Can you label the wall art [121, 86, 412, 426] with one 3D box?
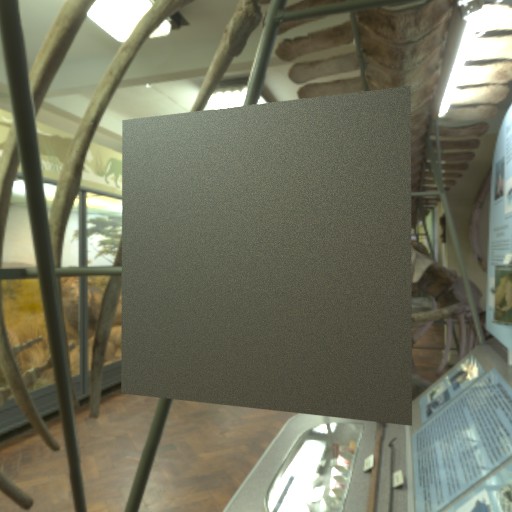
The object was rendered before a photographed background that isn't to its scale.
[{"bbox_3d":[0.000,0.000,0.529,0.350,0.350,0.038,0,-1,18],"label":"wall art"}]
